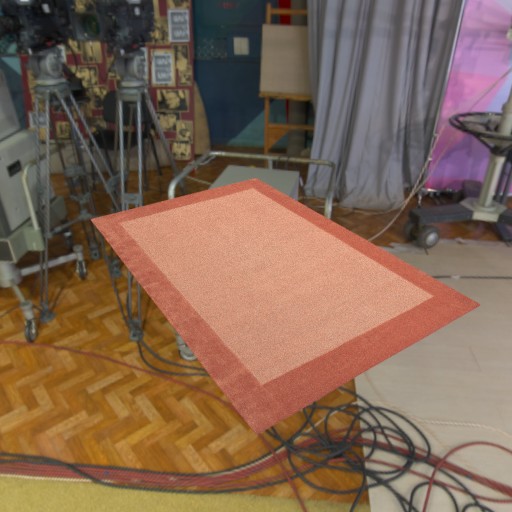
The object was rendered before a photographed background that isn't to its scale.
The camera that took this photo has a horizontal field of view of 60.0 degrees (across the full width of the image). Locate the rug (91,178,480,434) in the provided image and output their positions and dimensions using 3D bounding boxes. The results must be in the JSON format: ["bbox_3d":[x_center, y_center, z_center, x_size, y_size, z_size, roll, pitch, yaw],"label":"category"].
[{"bbox_3d":[0.000,0.000,2.364,1.219,0.014,1.829,-19,37,-28],"label":"rug"}]
